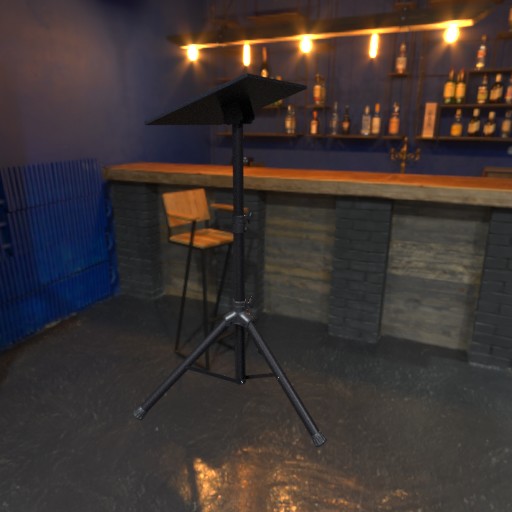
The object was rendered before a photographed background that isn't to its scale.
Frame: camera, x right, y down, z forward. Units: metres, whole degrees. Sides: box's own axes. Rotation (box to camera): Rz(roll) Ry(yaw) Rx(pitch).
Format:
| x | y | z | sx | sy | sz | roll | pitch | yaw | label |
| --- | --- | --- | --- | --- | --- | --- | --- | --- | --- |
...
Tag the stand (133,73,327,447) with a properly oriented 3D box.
| x | y | z | sx | sy | sz | roll | pitch | yaw | label |
| --- | --- | --- | --- | --- | --- | --- | --- | --- | --- |
| 0.000 | 0.000 | 1.642 | 0.702 | 1.198 | 0.702 | 8 | 18 | 25 | stand |
